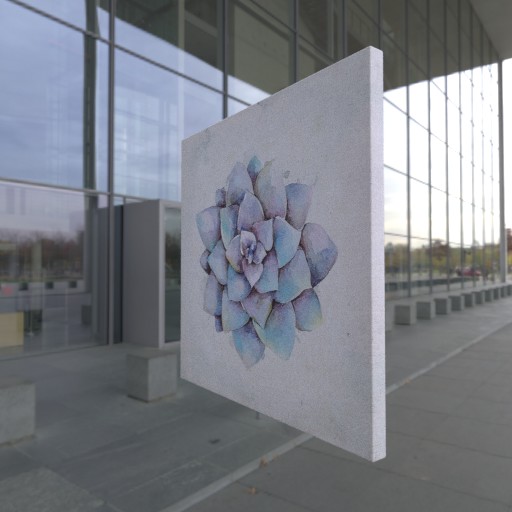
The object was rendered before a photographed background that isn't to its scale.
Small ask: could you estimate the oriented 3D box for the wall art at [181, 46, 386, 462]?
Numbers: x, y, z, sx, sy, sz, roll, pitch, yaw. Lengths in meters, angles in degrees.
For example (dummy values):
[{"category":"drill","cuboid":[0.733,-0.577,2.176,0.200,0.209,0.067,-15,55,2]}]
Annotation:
[{"category":"wall art","cuboid":[0.000,0.000,1.126,0.038,0.762,0.762,1,-2,-36]}]
